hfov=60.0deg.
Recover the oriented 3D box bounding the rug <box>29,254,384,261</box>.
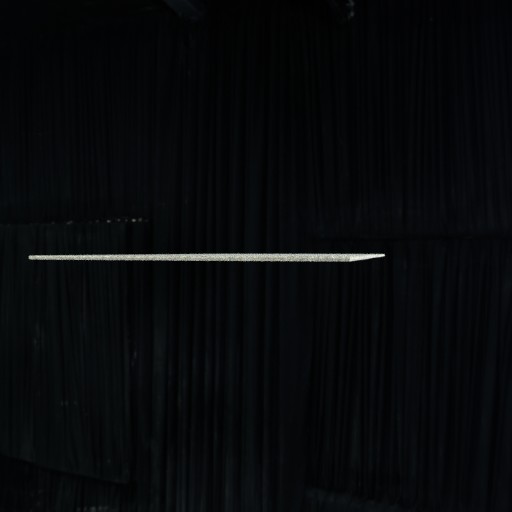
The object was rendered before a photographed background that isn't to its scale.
[{"bbox_3d":[0.000,0.000,2.959,1.532,0.018,2.297,0,1,19],"label":"rug"}]
